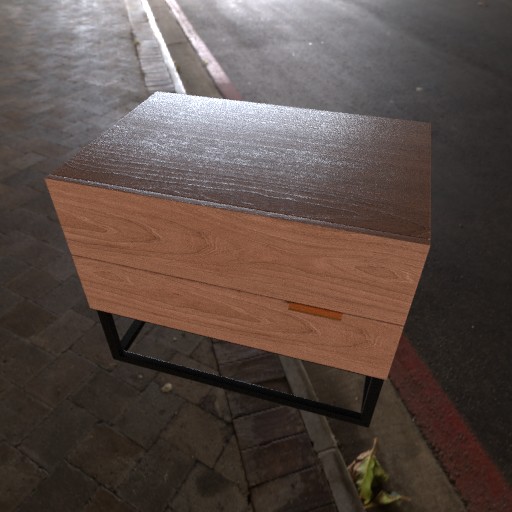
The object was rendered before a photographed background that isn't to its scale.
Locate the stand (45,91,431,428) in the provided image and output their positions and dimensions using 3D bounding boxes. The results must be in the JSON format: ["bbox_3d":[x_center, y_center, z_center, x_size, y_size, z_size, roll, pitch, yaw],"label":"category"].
[{"bbox_3d":[0.000,0.000,0.957,0.600,0.500,0.420,11,42,13],"label":"stand"}]
